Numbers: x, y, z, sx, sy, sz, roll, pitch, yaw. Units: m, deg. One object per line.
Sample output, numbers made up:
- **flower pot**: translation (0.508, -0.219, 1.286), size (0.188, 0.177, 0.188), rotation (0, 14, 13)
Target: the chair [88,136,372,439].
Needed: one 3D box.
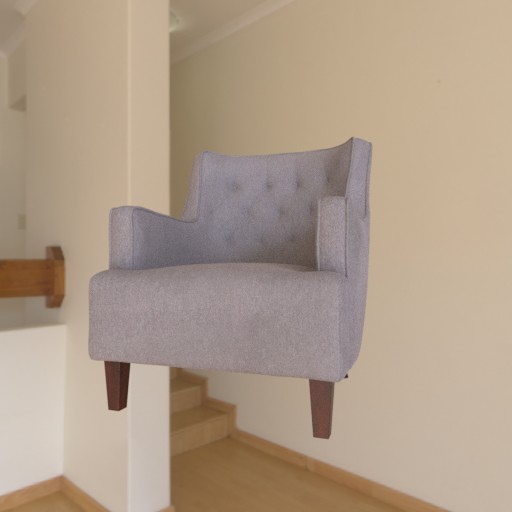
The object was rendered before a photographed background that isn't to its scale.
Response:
- **chair**: translation (0.000, 0.000, 1.584), size (0.781, 0.919, 0.910), rotation (0, 0, 19)
